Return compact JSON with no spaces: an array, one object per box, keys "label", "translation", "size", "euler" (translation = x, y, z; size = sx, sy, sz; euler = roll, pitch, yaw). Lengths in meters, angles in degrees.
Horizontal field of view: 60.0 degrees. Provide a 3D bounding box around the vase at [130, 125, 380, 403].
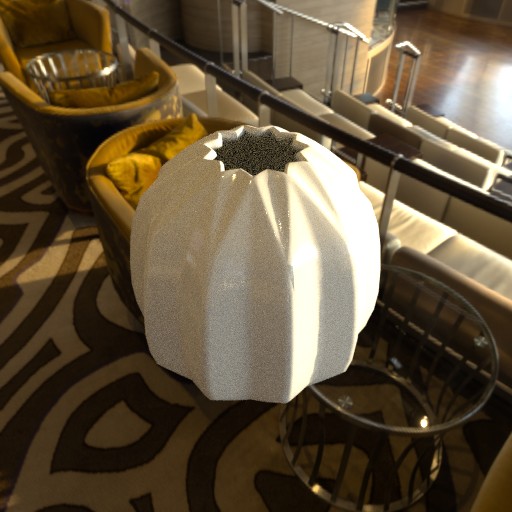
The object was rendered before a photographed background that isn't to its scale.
[{"label":"vase","translation":[0.000,0.000,0.249],"size":[0.139,0.134,0.139],"euler":[0,41,0]}]
